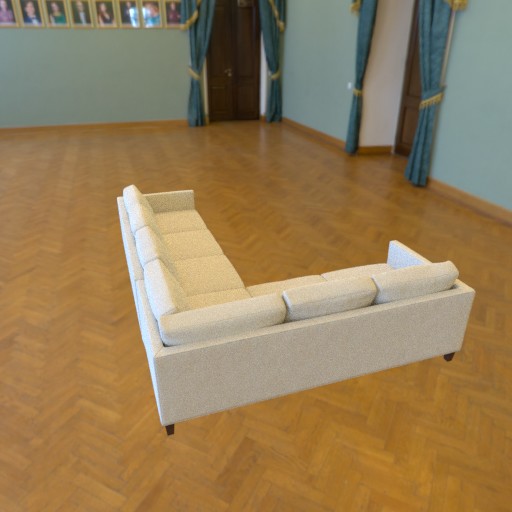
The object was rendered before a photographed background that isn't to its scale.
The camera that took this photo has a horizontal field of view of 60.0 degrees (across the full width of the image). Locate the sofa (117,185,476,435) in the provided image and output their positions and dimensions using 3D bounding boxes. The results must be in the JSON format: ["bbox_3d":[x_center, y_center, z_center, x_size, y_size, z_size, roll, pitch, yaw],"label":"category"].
[{"bbox_3d":[0.000,0.000,4.431,2.432,0.863,3.182,-9,28,-17],"label":"sofa"}]
